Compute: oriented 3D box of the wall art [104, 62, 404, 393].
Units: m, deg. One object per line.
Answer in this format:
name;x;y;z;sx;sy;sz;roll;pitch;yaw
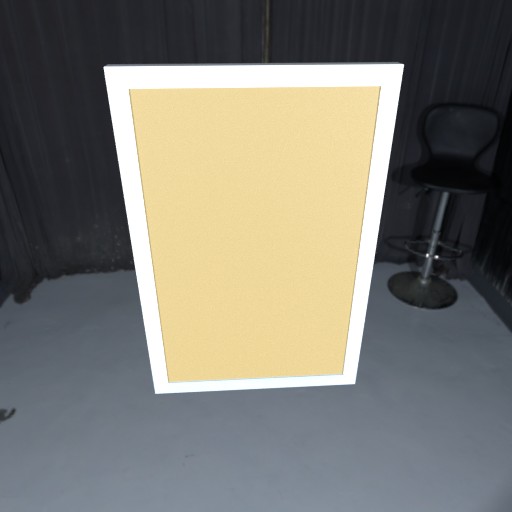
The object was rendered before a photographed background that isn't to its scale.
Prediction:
wall art;0.000;0.000;1.146;0.612;0.915;0.039;-2;30;-3
